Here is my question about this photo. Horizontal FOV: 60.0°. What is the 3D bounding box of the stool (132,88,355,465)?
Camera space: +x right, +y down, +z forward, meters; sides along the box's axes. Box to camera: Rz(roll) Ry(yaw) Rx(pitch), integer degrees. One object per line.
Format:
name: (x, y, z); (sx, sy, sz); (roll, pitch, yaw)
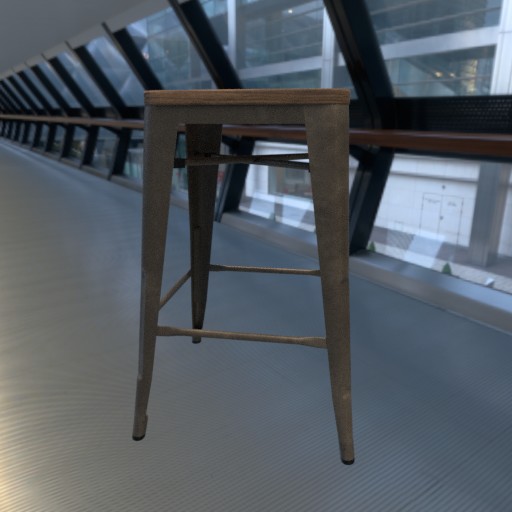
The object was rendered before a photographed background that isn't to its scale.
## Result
stool: (0.000, 0.000, 0.891); (0.407, 0.607, 0.407); (3, 17, 9)
